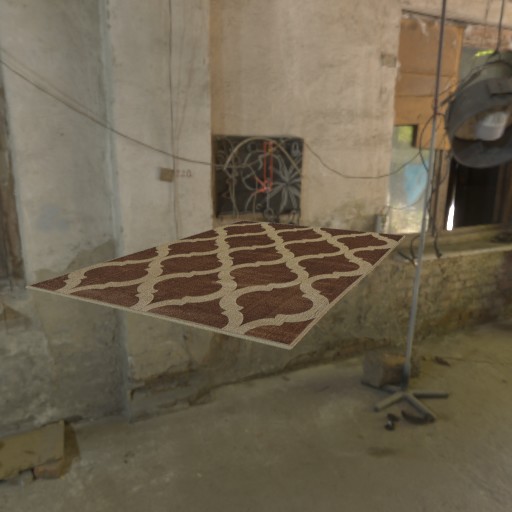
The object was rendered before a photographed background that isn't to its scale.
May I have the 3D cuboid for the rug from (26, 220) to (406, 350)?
[{"bbox_3d":[0.000,0.000,2.946,1.526,0.014,2.290,8,16,27],"label":"rug"}]
